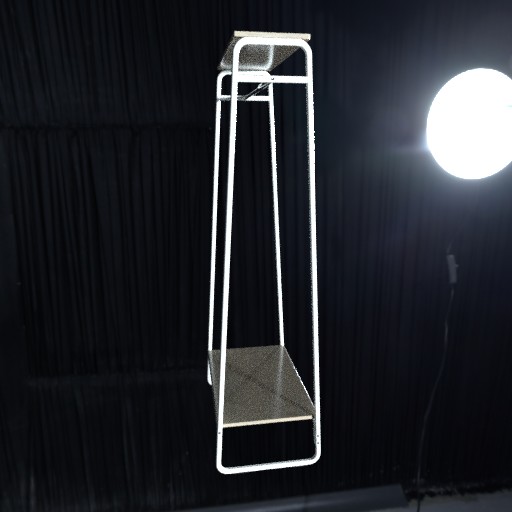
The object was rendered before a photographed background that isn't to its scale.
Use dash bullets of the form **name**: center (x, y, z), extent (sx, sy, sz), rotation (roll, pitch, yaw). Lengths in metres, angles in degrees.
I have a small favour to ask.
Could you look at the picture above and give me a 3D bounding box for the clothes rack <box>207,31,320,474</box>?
- **clothes rack**: center (0.000, 0.000, 1.789), extent (0.400, 1.512, 0.640), rotation (-2, 15, -9)
